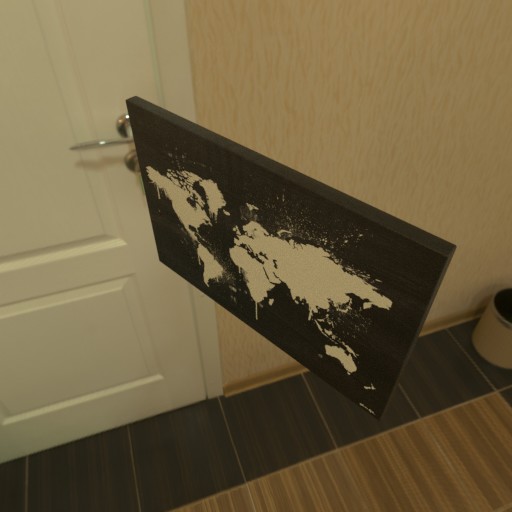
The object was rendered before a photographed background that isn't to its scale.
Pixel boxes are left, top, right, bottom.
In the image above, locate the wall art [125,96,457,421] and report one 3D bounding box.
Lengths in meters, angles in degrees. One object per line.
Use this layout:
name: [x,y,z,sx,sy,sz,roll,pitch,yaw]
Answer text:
wall art: [0.000,0.000,1.194,0.912,0.612,0.038,32,52,29]
